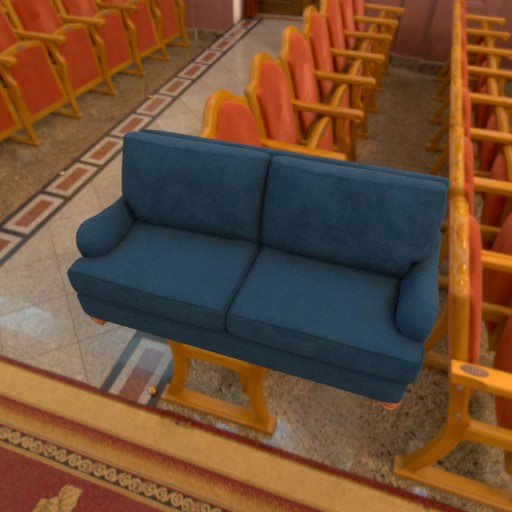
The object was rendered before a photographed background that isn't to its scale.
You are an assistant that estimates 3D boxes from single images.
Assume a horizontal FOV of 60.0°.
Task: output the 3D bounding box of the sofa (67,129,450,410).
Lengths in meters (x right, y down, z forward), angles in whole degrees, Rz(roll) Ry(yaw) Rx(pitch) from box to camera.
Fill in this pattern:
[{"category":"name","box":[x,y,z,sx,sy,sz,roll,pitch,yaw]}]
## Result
[{"category":"sofa","box":[0.000,0.000,2.785,2.141,1.101,1.084,13,43,14]}]
